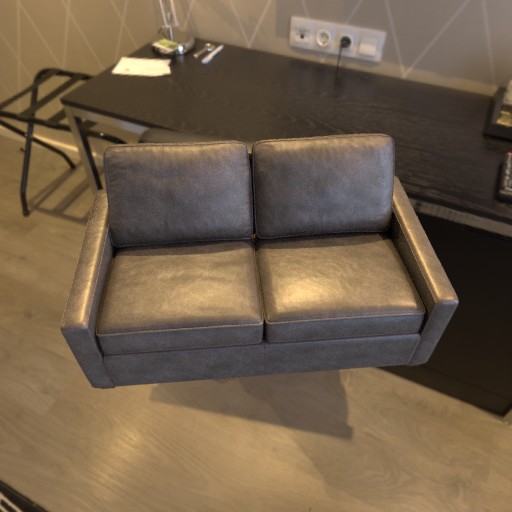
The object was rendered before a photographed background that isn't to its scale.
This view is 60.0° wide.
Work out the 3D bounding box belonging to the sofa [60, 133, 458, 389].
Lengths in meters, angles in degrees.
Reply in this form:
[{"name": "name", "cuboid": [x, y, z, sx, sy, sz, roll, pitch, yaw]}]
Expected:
[{"name": "sofa", "cuboid": [0.000, 0.000, 2.276, 1.732, 0.916, 0.939, -3, 47, -3]}]
